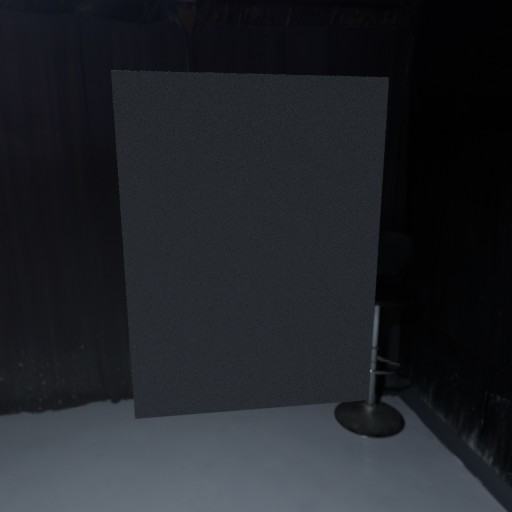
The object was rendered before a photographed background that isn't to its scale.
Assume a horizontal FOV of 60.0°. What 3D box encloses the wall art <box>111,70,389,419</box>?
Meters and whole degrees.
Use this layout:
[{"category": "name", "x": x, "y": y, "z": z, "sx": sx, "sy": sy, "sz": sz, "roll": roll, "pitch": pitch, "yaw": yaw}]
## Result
[{"category": "wall art", "x": 0.000, "y": 0.000, "z": 0.793, "sx": 0.457, "sy": 0.609, "sz": 0.003, "roll": -2, "pitch": 13, "yaw": -8}]
